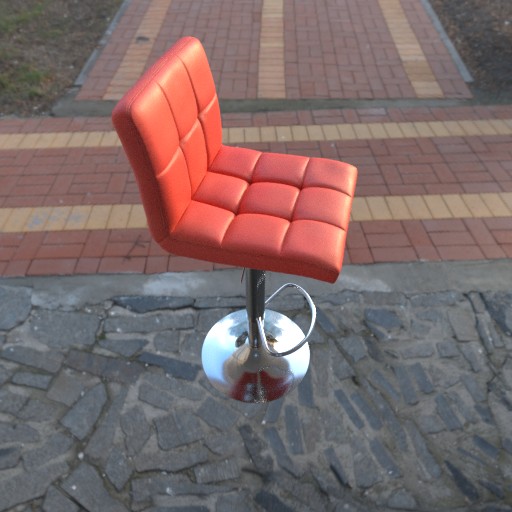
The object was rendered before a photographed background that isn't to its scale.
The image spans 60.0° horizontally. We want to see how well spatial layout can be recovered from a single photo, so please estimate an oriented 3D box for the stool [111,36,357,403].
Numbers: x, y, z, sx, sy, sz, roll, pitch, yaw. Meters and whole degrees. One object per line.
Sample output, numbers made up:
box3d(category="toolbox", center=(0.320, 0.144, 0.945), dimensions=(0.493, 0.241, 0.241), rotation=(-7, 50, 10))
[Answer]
box3d(category="stool", center=(0.000, 0.000, 1.347), dimensions=(0.505, 1.115, 0.430), rotation=(11, 48, 10))
